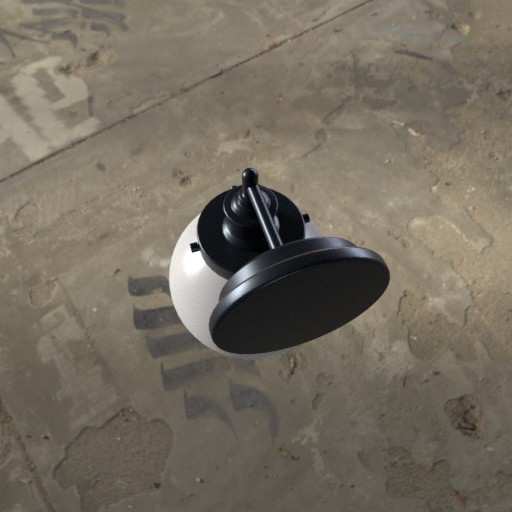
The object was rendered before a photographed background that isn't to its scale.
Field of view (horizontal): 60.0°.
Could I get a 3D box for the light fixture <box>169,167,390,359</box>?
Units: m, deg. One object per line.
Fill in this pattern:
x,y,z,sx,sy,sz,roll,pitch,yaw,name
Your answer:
0.000,0.000,0.467,0.197,0.332,0.230,-15,60,-9,light fixture
